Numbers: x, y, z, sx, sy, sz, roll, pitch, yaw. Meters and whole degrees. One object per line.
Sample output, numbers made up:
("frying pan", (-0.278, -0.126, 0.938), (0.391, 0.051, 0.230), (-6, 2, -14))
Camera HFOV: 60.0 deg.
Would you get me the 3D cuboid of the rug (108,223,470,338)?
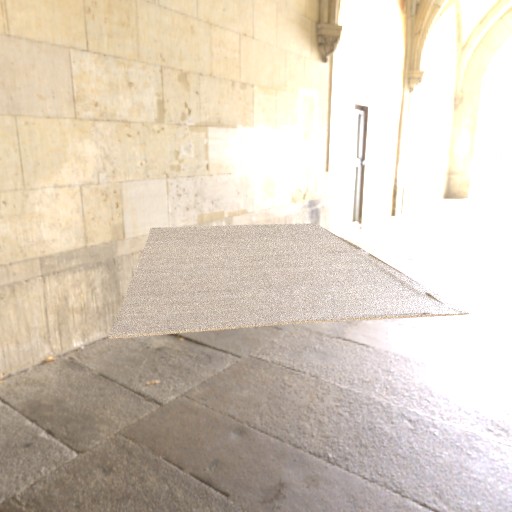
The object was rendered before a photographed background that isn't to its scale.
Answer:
("rug", (0.000, 0.000, 2.269), (1.179, 0.022, 1.820), (-2, 14, -9))
